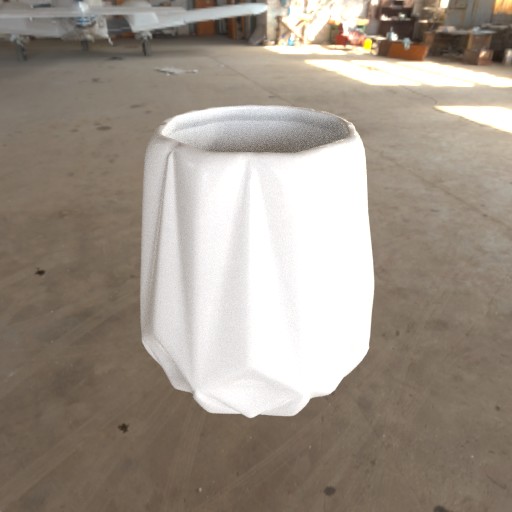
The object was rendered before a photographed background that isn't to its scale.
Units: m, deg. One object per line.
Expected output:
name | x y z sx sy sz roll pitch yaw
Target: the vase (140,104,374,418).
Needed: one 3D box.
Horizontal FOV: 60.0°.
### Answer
vase | 0.000 0.000 0.258 0.141 0.152 0.141 0 30 0
